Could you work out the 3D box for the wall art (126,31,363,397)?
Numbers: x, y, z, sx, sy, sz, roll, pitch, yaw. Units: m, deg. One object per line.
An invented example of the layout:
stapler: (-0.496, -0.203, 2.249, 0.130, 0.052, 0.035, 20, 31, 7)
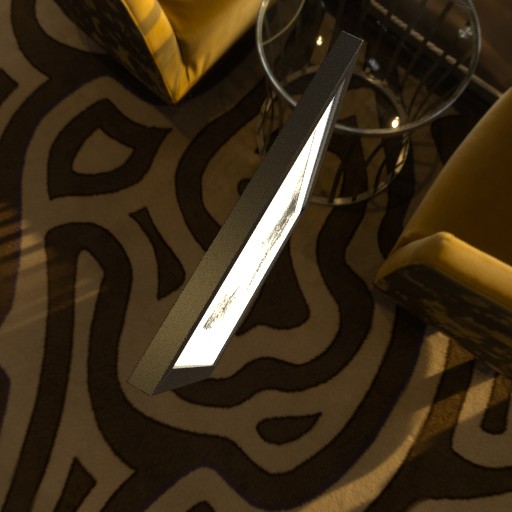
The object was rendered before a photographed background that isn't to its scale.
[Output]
wall art: (0.000, 0.000, 0.743, 0.028, 0.557, 0.457, 29, 78, 7)
